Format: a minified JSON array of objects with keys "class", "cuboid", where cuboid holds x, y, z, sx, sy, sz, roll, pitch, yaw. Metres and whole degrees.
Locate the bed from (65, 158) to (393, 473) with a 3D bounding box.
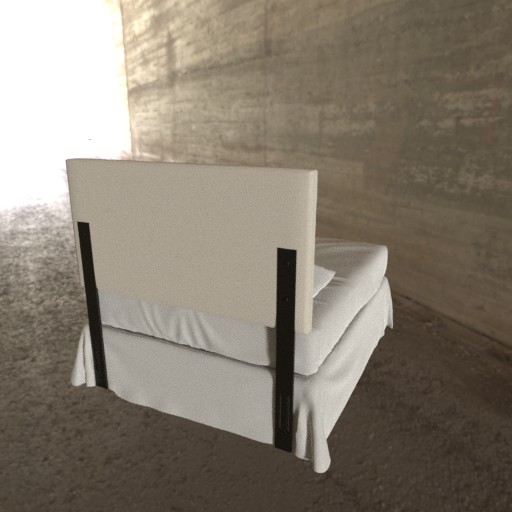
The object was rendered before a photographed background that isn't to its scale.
[{"class":"bed","cuboid":[0.000,0.000,3.472,1.936,1.577,2.222,8,18,26]}]
